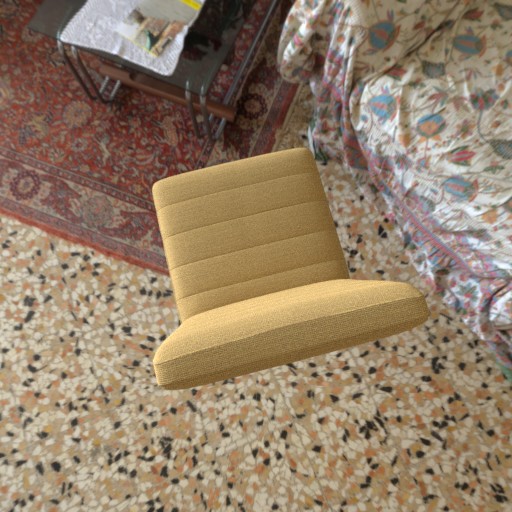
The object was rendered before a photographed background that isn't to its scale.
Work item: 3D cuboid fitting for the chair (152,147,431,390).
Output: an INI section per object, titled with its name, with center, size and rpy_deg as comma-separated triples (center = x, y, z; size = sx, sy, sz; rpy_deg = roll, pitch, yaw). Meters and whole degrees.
[chair]
center = 0.000, 0.000, 1.290
size = 0.520, 0.930, 0.634
rpy_deg = -14, 76, -4
